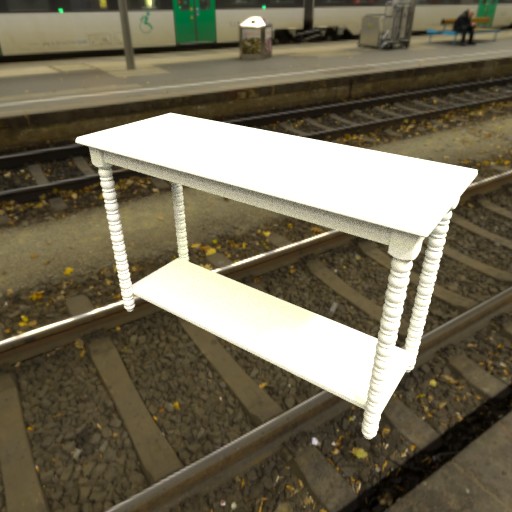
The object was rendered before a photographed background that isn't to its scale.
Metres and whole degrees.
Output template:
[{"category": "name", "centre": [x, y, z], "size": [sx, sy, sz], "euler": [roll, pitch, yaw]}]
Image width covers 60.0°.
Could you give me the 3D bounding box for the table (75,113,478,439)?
[{"category": "table", "centre": [0.000, 0.000, 1.542], "size": [1.184, 0.740, 0.459], "euler": [20, 36, 30]}]
